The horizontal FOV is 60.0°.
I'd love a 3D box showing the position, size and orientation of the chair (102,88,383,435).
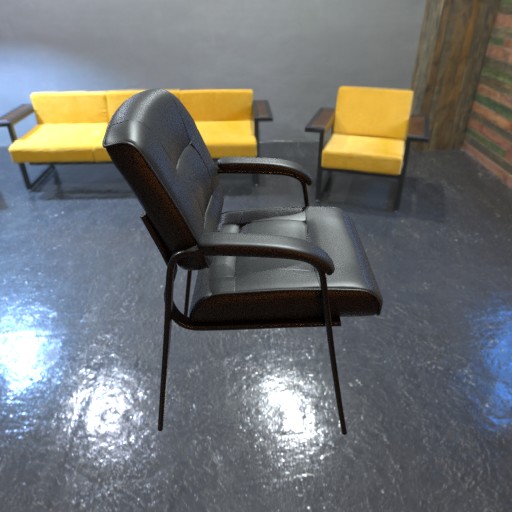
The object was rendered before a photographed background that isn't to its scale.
[{"bbox_3d":[0.000,0.000,1.313,0.668,0.910,0.591,0,32,1],"label":"chair"}]
